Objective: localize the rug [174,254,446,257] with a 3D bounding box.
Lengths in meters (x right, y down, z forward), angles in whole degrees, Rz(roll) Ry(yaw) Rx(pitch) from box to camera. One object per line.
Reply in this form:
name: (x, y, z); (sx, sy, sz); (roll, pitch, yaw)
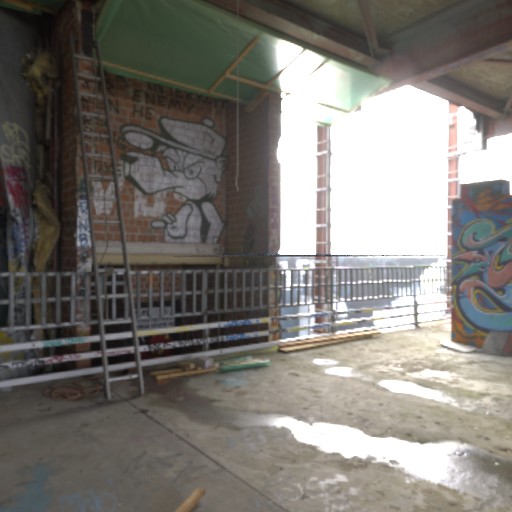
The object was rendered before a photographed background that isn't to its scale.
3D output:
rug: (0.000, 0.000, 2.653); (0.688, 0.008, 2.443); (0, 0, -17)
